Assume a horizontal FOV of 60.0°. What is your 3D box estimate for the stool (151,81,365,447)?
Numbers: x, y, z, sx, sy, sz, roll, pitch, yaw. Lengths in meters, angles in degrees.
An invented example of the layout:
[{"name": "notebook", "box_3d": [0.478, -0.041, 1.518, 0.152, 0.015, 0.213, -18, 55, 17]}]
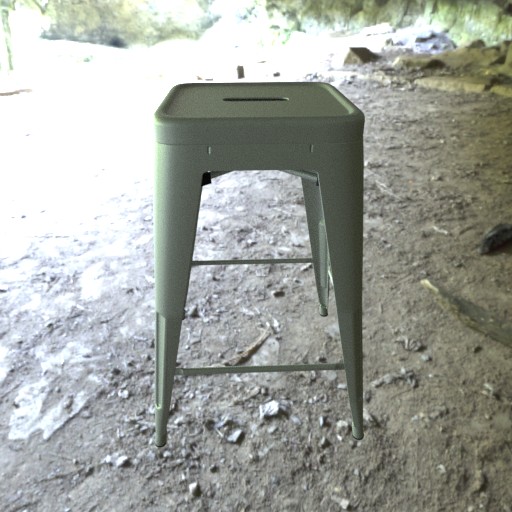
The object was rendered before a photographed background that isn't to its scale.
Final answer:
[{"name": "stool", "box_3d": [0.000, 0.000, 0.882, 0.410, 0.608, 0.410, -1, 30, -2]}]
